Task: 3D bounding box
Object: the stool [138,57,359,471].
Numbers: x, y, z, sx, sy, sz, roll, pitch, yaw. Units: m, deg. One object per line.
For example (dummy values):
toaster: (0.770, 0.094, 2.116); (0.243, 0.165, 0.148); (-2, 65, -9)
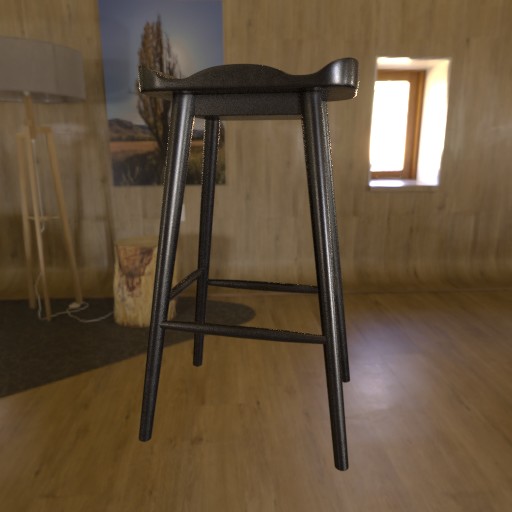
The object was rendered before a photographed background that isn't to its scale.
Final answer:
stool: (0.000, 0.000, 0.973); (0.440, 0.749, 0.361); (3, 14, 12)
